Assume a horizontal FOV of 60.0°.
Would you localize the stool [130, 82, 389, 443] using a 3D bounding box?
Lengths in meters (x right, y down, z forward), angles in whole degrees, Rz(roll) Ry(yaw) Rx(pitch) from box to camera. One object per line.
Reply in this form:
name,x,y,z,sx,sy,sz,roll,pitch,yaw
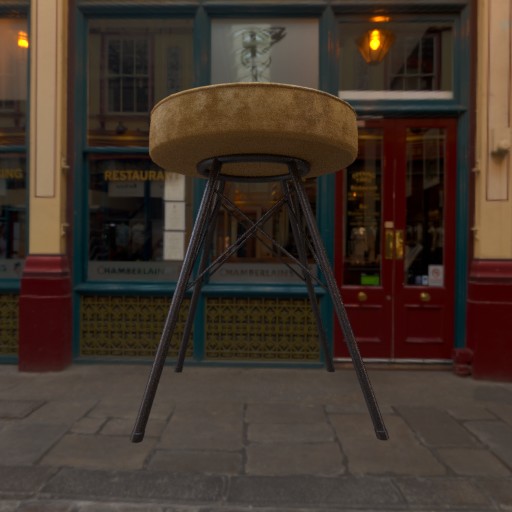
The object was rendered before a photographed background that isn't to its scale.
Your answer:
stool,0.000,0.000,0.935,0.438,0.595,0.472,0,-1,1
